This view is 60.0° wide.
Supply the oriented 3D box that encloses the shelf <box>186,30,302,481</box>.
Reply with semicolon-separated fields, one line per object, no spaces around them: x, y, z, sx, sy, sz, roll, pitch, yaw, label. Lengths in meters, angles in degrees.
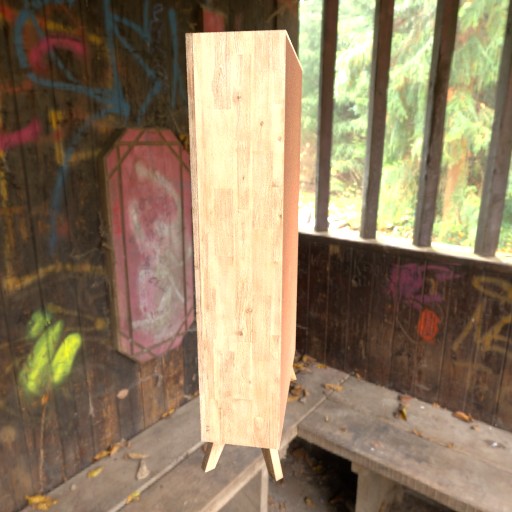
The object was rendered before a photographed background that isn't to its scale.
0.000;0.000;1.757;0.308;1.471;0.748;2;16;9;shelf
